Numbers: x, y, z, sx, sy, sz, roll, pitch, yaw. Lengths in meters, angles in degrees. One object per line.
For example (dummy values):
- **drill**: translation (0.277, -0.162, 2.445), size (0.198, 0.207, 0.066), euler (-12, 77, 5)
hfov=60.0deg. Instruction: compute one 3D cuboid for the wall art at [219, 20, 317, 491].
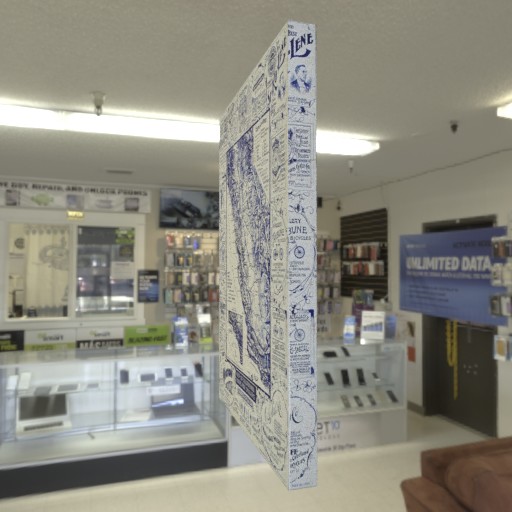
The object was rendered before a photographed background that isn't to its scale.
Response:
- **wall art**: translation (0.000, 0.000, 0.765), size (0.040, 0.601, 0.408), euler (0, -1, -17)
